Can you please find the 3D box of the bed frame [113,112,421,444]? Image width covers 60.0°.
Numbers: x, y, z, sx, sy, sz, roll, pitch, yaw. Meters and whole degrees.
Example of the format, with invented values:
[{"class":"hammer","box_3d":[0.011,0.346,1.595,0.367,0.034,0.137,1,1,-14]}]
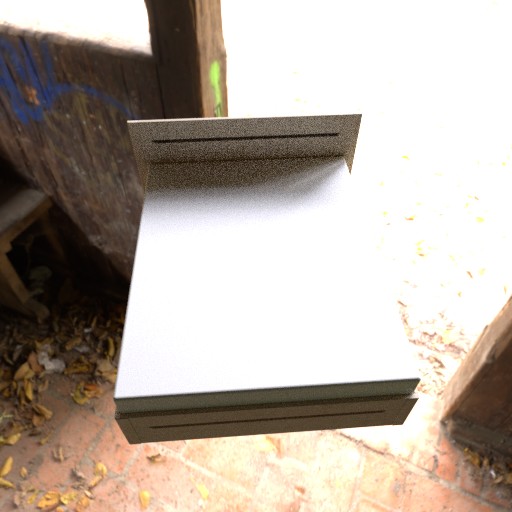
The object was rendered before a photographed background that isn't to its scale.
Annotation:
[{"class":"bed frame","box_3d":[0.000,0.000,3.019,1.800,0.900,2.080,-3,48,-3]}]
